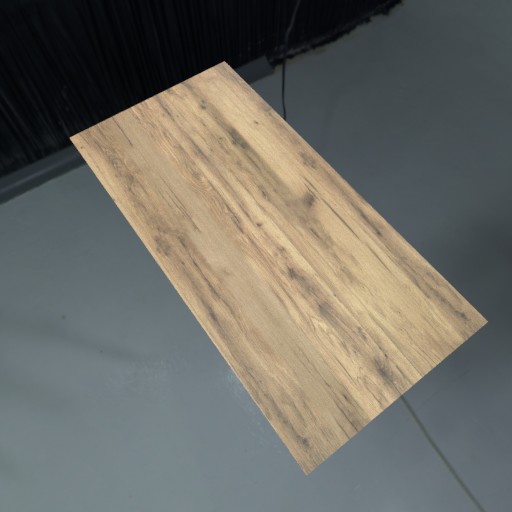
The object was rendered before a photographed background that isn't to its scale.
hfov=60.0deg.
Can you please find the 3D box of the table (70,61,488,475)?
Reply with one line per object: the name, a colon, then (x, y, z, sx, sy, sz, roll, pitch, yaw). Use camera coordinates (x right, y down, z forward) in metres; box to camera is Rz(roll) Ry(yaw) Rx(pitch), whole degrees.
table: (0.000, 0.000, 2.474, 1.000, 0.770, 2.000, -33, 68, -16)
